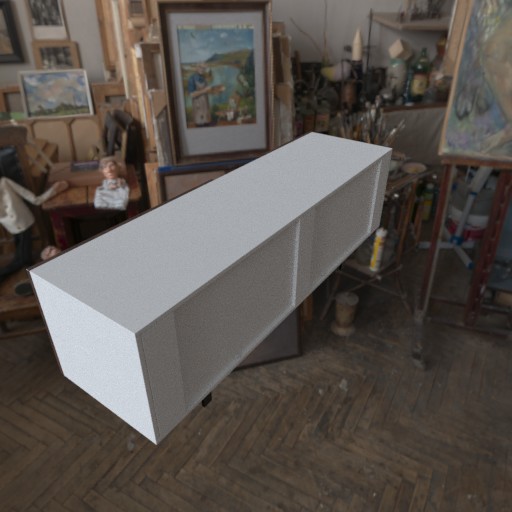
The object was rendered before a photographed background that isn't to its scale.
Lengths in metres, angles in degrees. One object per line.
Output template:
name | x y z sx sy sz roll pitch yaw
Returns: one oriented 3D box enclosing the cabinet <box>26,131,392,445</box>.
cabinet | 0.000 0.000 1.731 0.431 0.533 1.499 21 38 30
